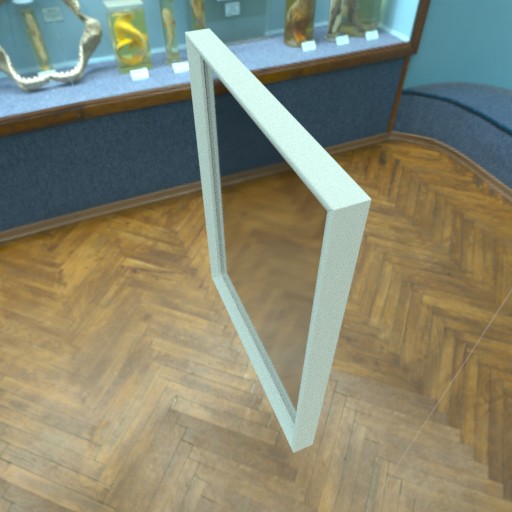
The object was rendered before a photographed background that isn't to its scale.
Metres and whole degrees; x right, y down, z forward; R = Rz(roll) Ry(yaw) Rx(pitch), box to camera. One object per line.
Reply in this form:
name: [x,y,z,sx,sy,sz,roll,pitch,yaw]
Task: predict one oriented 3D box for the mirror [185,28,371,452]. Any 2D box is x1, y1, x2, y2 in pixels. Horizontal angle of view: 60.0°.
mirror: [0.000,0.000,0.663,0.041,0.509,0.406,-17,48,-16]
